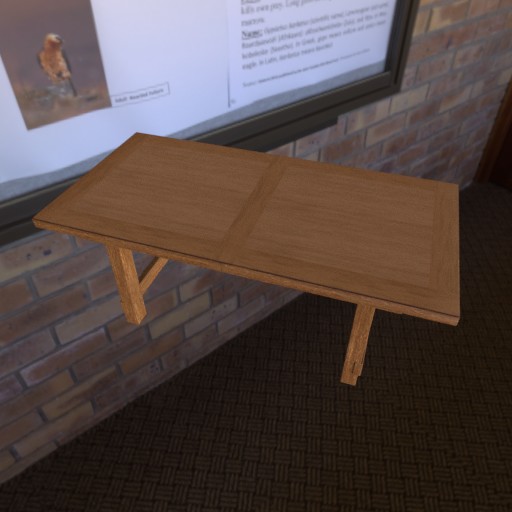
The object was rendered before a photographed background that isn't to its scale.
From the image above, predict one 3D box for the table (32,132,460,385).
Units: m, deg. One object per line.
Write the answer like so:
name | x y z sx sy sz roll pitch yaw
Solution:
table | 0.000 0.000 2.533 1.982 0.762 1.000 13 43 14
